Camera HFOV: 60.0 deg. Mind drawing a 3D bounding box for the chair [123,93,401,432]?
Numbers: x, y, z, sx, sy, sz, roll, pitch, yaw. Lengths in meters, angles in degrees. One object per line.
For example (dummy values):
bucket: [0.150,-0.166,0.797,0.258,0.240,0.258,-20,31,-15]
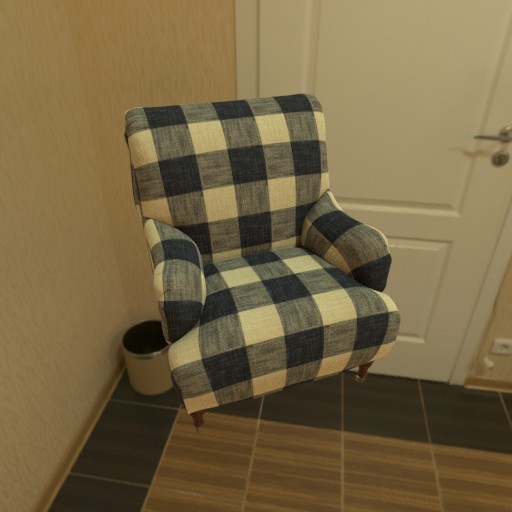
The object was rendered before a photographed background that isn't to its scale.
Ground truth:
chair: [0.000,0.000,1.619,0.781,0.953,0.848,-11,34,-17]
